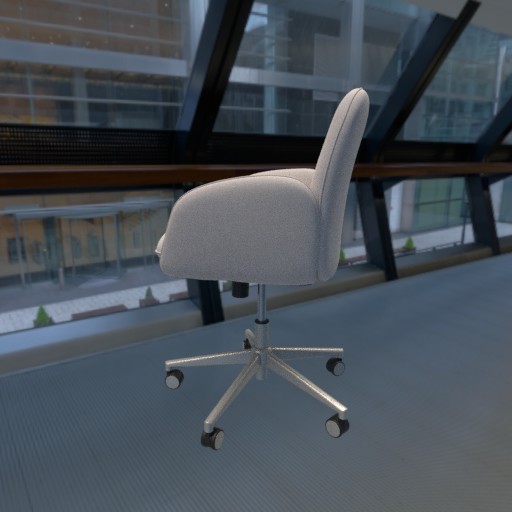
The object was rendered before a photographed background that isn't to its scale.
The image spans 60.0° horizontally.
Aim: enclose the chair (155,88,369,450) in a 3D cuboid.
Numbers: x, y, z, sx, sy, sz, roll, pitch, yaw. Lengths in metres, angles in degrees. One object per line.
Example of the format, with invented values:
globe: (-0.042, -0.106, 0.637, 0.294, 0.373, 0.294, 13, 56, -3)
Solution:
chair: (0.000, 0.000, 1.390, 0.633, 0.959, 0.648, 2, 14, 9)
